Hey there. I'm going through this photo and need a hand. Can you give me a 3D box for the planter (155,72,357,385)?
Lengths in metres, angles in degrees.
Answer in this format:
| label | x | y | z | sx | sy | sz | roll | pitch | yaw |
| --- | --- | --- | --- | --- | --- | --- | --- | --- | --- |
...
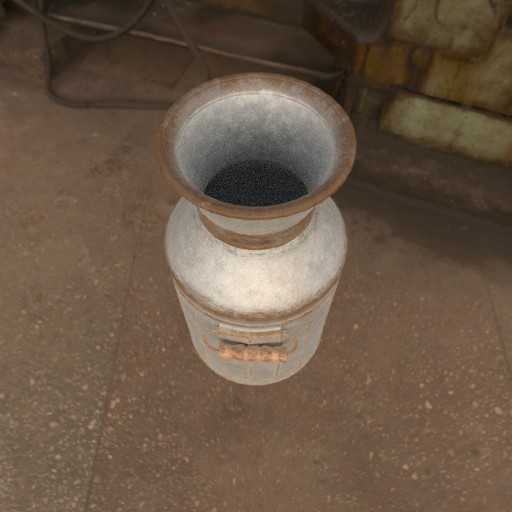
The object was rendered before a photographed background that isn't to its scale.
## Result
| label | x | y | z | sx | sy | sz | roll | pitch | yaw |
| --- | --- | --- | --- | --- | --- | --- | --- | --- | --- |
| planter | 0.000 | 0.000 | 0.545 | 0.214 | 0.396 | 0.245 | 3 | 59 | 2 |
